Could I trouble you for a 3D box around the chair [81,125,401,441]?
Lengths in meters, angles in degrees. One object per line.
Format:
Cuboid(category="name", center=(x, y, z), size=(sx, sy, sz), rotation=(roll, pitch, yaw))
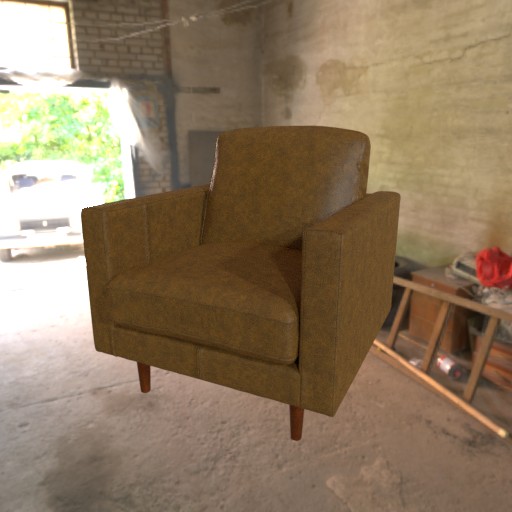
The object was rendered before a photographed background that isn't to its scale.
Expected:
Cuboid(category="chair", center=(0.000, 0.000, 1.679), size=(0.890, 0.956, 0.909), rotation=(7, 17, 25))
